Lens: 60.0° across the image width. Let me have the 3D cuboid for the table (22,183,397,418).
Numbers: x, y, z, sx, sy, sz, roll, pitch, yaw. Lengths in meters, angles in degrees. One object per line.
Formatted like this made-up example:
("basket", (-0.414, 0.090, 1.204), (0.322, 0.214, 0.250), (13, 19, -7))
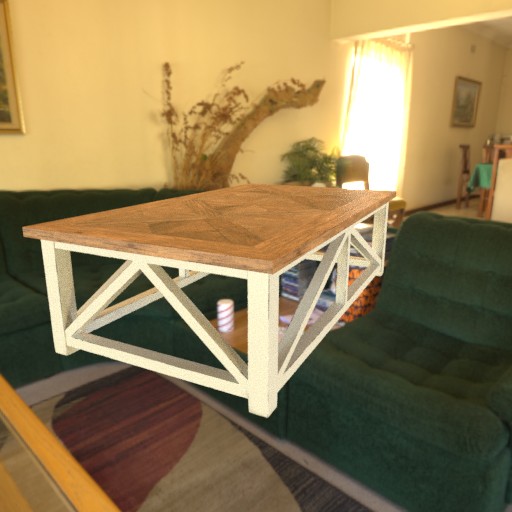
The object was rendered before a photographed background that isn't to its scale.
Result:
("table", (0.000, 0.000, 1.758), (0.800, 0.410, 1.400), (8, 17, 26))
